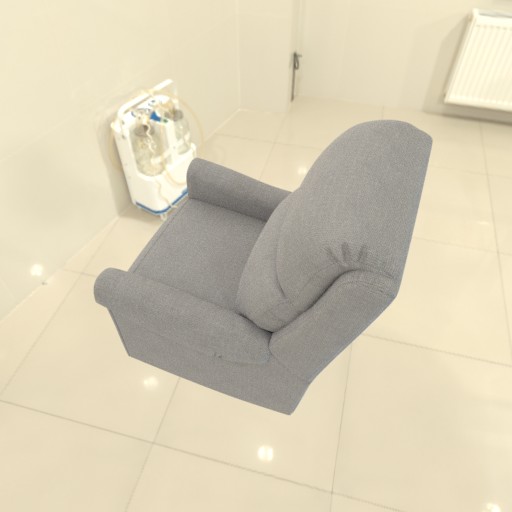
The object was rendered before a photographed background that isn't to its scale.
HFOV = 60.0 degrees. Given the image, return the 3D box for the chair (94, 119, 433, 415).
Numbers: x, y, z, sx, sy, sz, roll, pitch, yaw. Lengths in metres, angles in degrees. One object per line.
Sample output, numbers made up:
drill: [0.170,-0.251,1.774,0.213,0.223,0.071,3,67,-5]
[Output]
chair: [0.000,0.000,1.729,1.014,1.054,0.838,16,50,14]
